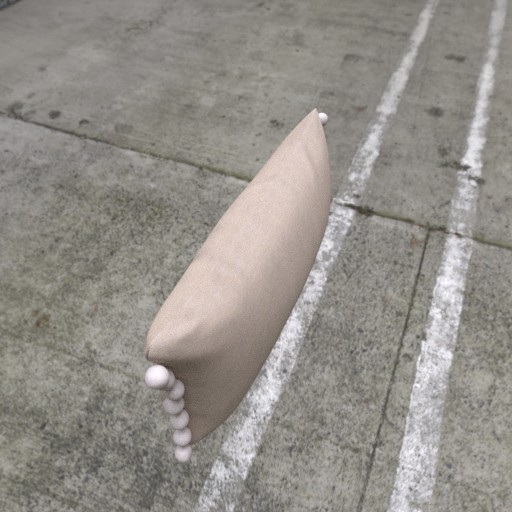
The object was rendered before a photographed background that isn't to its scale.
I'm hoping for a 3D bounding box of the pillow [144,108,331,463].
[{"bbox_3d":[0.000,0.000,0.837,0.201,0.322,0.709,17,48,16],"label":"pillow"}]
